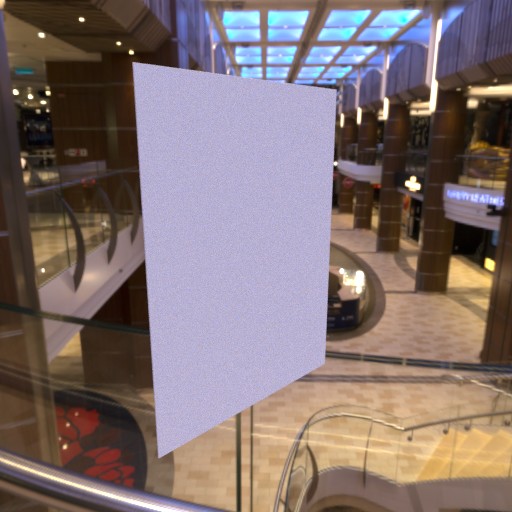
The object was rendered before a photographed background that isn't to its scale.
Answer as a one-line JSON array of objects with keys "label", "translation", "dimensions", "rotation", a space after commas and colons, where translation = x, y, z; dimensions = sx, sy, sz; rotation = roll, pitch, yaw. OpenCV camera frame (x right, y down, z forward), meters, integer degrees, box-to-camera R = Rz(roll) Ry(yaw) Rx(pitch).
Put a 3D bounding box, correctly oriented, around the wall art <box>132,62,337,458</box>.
[{"label": "wall art", "translation": [0.000, 0.000, 0.816], "dimensions": [0.457, 0.610, 0.003], "rotation": [-14, 20, -43]}]
